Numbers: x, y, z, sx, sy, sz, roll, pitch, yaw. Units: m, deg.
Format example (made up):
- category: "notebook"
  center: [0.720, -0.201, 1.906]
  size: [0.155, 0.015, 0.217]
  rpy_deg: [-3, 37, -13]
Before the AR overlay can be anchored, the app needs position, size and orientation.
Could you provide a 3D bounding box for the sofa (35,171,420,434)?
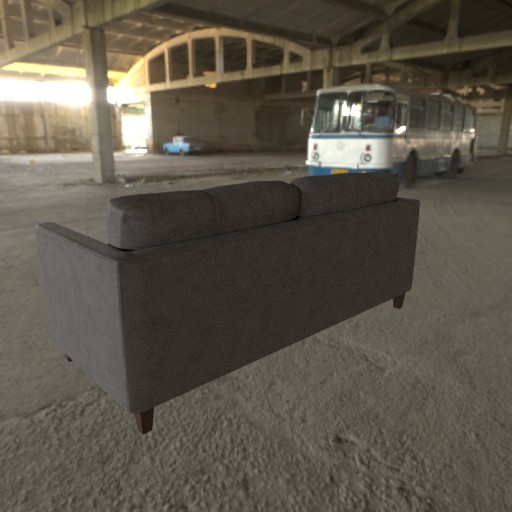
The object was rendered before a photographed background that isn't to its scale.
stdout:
- category: "sofa"
  center: [0.000, 0.000, 2.672]
  size: [2.208, 0.965, 0.951]
  rpy_deg: [-14, 21, -41]
